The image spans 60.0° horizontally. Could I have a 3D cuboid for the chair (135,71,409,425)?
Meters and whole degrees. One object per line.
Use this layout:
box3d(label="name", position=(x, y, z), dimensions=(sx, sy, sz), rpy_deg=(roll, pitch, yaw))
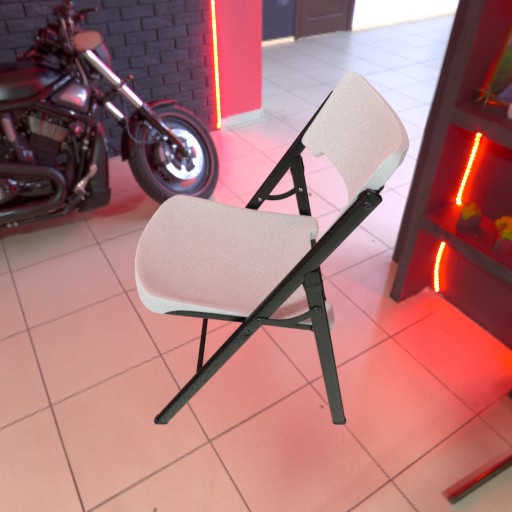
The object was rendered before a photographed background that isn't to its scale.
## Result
box3d(label="chair", position=(0.000, 0.000, 1.104), dimensions=(0.577, 0.765, 0.482), rpy_deg=(0, 40, 0))
